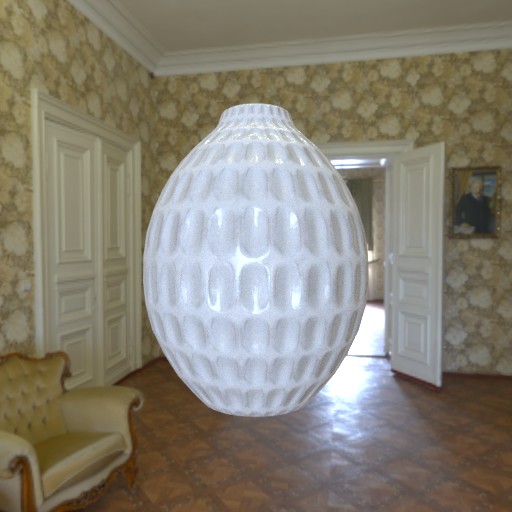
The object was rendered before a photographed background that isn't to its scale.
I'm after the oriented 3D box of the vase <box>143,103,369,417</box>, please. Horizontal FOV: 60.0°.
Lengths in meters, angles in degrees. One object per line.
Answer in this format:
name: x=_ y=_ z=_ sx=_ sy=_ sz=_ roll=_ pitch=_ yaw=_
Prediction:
vase: x=0.000 y=0.000 z=0.260 sx=0.128 sy=0.167 sz=0.128 roll=0 pitch=1 yaw=0
